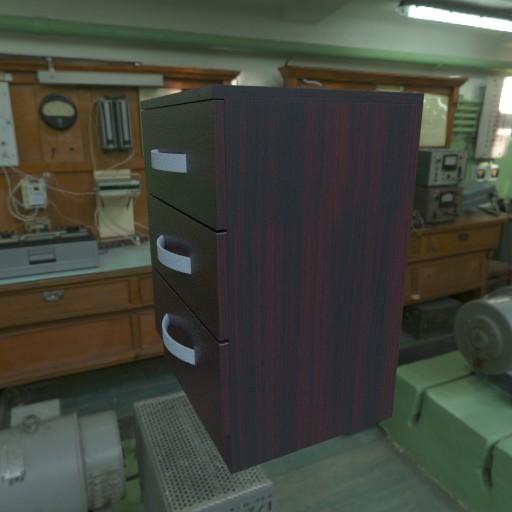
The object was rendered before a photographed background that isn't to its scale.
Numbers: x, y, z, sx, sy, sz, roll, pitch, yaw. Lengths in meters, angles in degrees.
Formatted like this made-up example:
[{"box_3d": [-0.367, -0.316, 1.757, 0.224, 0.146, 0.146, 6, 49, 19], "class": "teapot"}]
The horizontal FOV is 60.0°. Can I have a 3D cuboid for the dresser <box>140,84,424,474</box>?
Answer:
[{"box_3d": [0.000, 0.000, 0.831, 0.360, 0.560, 0.400, -8, 18, -25], "class": "dresser"}]
